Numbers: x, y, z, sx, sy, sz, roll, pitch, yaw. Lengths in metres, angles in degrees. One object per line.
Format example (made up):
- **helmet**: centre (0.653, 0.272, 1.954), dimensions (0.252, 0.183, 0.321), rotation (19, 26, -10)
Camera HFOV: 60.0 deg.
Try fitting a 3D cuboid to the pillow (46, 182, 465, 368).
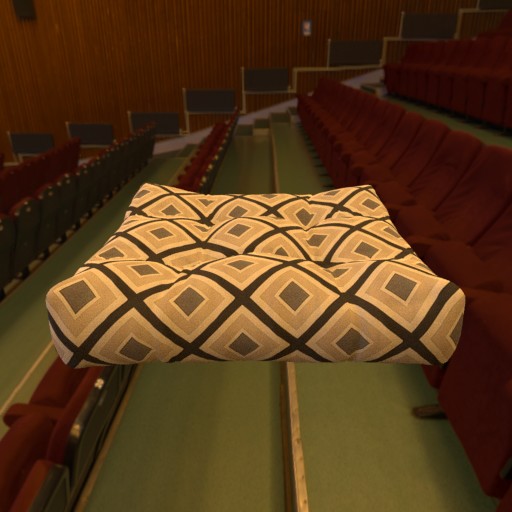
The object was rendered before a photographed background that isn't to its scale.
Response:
- **pillow**: centre (0.000, 0.000, 0.717), dimensions (0.490, 0.128, 0.468), rotation (0, 25, 0)
